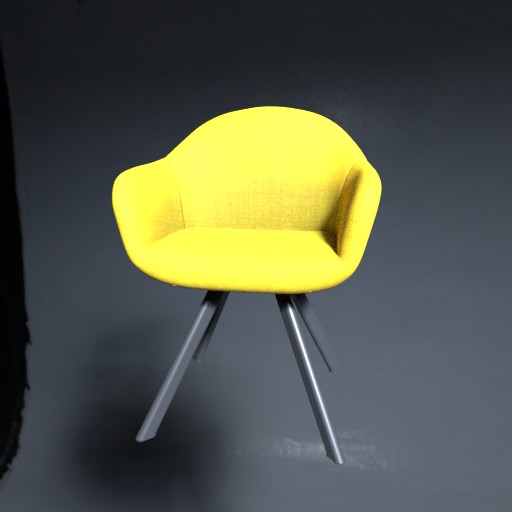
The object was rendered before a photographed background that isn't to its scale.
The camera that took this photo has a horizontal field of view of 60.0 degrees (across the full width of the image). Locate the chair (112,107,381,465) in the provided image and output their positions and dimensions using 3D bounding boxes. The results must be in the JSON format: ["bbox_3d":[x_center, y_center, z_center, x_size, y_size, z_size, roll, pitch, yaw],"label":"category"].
[{"bbox_3d":[0.000,0.000,1.183,0.590,0.795,0.550,2,14,10],"label":"chair"}]
